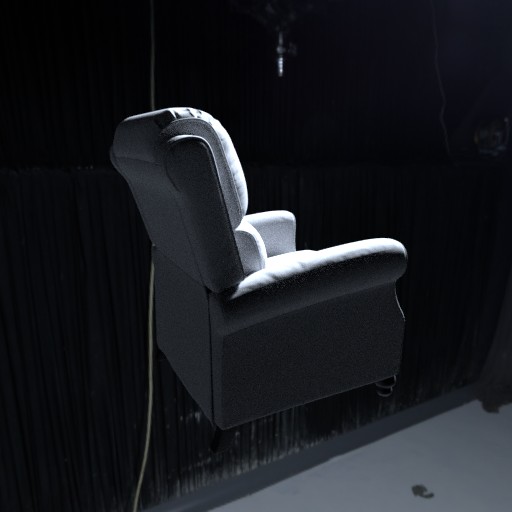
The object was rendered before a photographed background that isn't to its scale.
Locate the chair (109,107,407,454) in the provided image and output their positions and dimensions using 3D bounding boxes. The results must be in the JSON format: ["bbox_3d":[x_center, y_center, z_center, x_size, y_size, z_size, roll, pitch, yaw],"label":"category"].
[{"bbox_3d":[0.000,0.000,1.721,0.919,1.046,0.859,-7,16,-26],"label":"chair"}]
